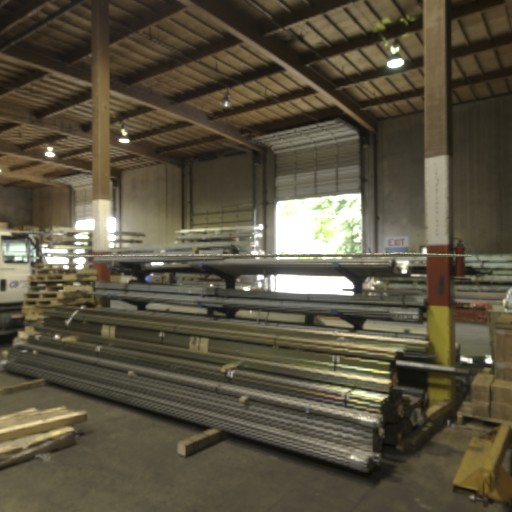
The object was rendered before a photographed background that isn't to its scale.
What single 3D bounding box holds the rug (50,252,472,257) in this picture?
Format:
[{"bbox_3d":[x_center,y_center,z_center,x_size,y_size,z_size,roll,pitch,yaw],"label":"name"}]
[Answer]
[{"bbox_3d":[0.000,0.000,2.976,2.410,0.011,1.539,0,0,35],"label":"rug"}]
